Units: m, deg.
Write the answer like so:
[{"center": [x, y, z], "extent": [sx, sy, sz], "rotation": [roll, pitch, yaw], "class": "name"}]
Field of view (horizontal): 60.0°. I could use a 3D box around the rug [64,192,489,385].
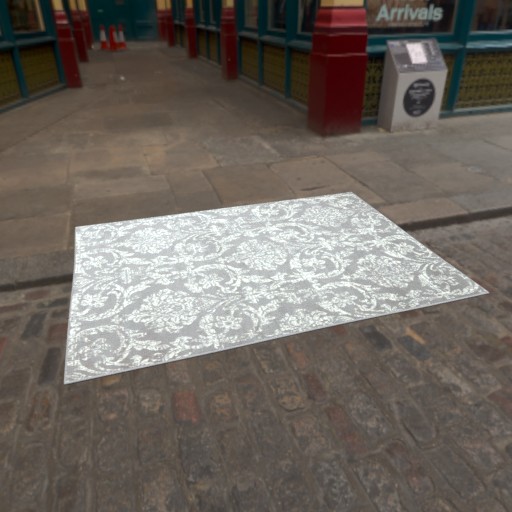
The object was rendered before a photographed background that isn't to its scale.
[{"center": [0.000, 0.000, 2.806], "extent": [2.206, 0.014, 1.578], "rotation": [-9, 31, -15], "class": "rug"}]
